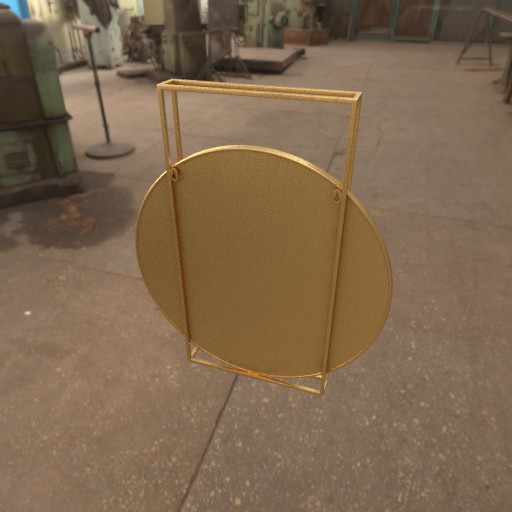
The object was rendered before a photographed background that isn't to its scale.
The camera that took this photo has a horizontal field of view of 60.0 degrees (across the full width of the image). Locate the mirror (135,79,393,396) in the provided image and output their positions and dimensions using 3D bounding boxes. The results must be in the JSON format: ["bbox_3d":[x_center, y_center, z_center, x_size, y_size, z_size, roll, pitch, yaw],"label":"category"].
[{"bbox_3d":[0.000,0.000,0.836,0.508,0.603,0.051,10,33,16],"label":"mirror"}]
